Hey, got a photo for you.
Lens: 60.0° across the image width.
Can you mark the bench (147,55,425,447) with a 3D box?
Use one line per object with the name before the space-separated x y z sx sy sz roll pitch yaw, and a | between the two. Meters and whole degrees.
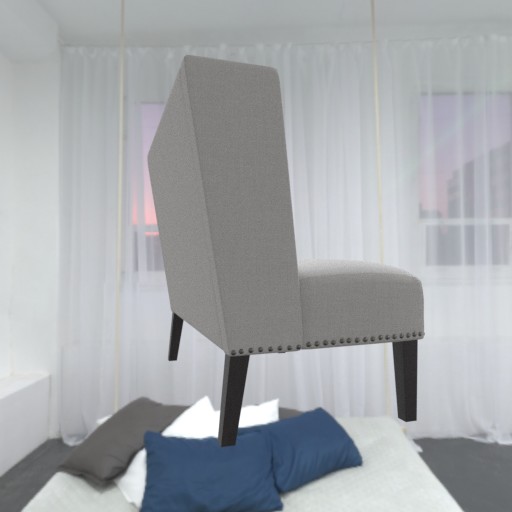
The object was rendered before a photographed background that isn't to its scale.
bench | 0.000 0.000 1.962 0.847 1.123 1.280 0 -1 -18
